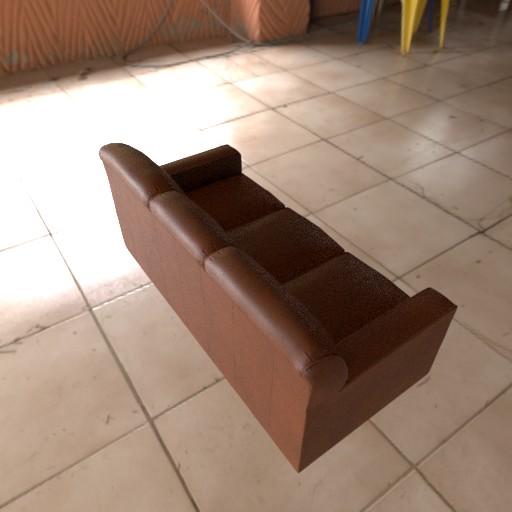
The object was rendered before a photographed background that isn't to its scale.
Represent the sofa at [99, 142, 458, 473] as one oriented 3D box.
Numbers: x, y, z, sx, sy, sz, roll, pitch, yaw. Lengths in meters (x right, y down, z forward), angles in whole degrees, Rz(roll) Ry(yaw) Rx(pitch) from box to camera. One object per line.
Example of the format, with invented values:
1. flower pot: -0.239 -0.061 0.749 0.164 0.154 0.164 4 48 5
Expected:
1. sofa: 0.000 0.000 2.606 1.008 0.953 2.039 -25 47 -26
